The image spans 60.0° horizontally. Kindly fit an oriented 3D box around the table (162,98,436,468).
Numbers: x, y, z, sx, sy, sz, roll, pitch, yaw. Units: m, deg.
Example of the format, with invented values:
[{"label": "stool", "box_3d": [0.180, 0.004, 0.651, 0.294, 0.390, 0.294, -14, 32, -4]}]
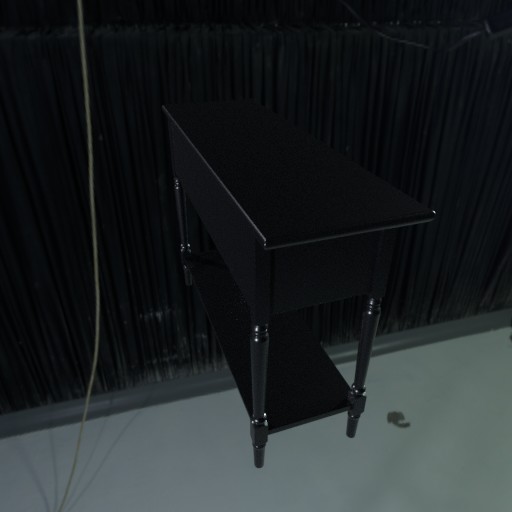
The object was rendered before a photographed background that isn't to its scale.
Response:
[{"label": "table", "box_3d": [0.000, 0.000, 1.565, 0.386, 0.819, 1.191, -10, 33, -17]}]
